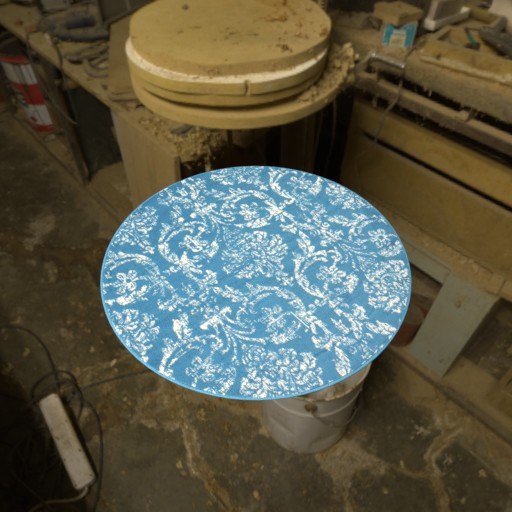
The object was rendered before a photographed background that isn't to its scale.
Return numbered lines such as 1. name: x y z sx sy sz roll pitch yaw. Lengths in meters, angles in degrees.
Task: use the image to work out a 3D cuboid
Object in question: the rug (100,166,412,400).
1. rug: 0.000 0.000 2.333 1.593 0.012 1.593 0 47 0
